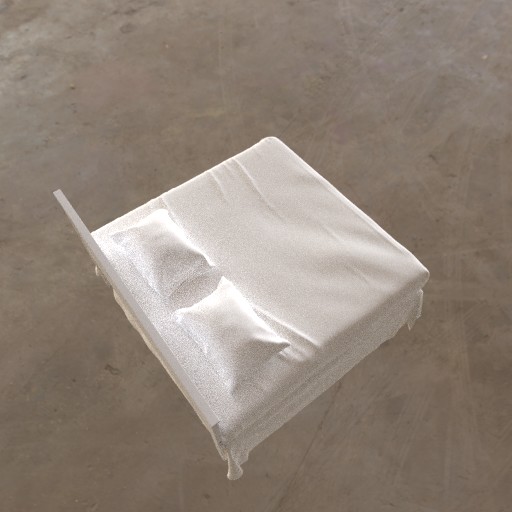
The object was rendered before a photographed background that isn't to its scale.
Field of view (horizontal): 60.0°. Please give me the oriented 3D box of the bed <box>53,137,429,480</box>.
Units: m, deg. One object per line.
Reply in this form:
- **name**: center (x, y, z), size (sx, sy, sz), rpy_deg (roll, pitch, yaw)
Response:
- **bed**: center (0.000, 0.000, 3.606), size (2.215, 1.273, 2.317), rpy_deg (-33, 63, -19)
